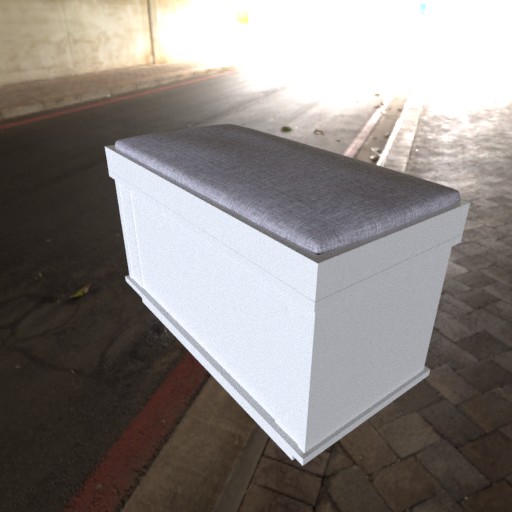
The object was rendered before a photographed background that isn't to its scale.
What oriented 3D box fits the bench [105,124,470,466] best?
[{"bbox_3d":[0.000,0.000,1.000,0.362,0.461,0.734,-19,34,-32],"label":"bench"}]
